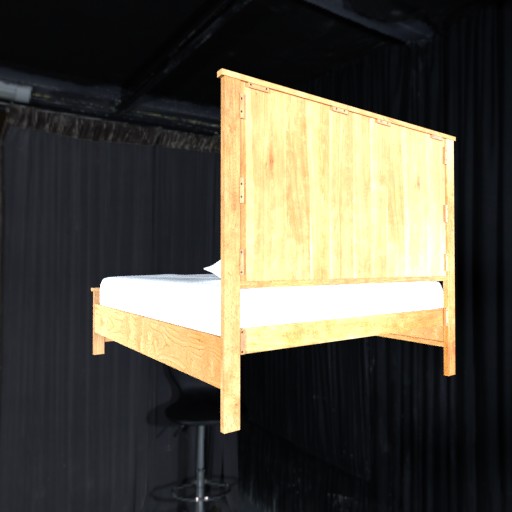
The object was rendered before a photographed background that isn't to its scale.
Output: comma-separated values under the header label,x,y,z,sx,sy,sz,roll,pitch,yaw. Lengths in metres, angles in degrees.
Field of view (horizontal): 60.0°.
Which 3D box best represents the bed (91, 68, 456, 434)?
label,x,y,z,sx,sy,sz,roll,pitch,yaw
bed,0.000,0.000,3.493,1.936,1.686,2.201,1,-1,-35
